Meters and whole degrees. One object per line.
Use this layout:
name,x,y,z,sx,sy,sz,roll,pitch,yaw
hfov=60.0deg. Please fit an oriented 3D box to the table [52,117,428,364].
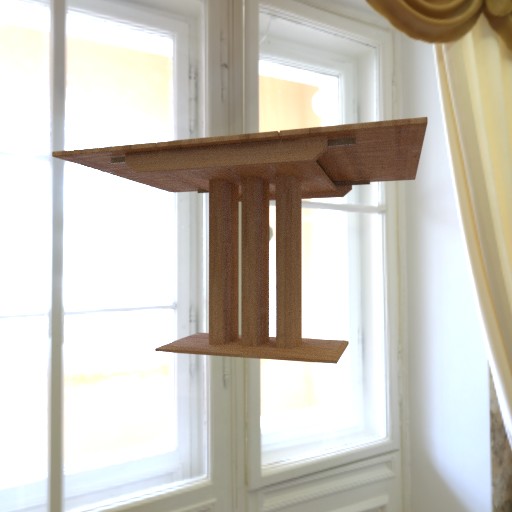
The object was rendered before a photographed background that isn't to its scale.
table,0.000,0.000,1.868,1.300,0.770,0.900,0,-1,18
